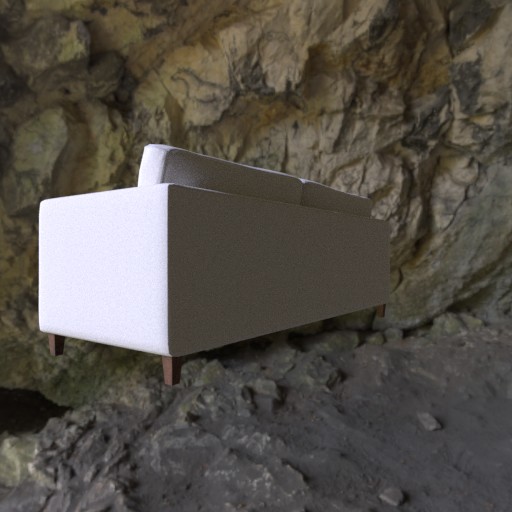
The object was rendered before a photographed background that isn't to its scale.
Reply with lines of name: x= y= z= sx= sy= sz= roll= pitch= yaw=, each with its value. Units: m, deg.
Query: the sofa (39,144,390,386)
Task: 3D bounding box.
sofa: x=0.000 y=0.000 z=2.822 sx=0.951 sy=0.962 sz=2.361 roll=0 pitch=0 yaw=36
